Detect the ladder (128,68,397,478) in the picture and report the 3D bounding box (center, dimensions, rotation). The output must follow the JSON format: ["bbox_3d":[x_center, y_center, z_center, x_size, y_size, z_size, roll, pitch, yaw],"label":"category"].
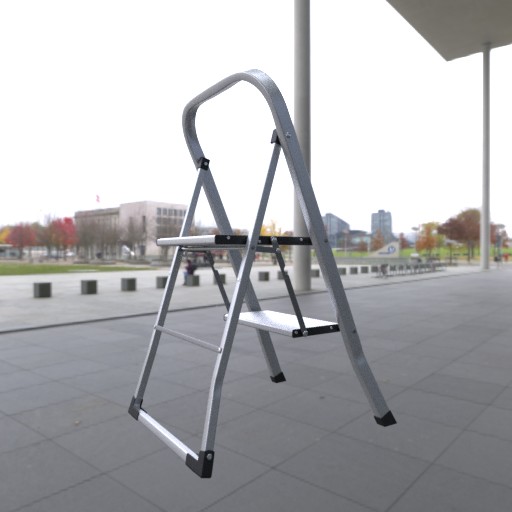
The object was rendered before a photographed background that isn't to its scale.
[{"bbox_3d":[0.000,0.000,1.135,0.530,0.830,0.465,0,1,-35],"label":"ladder"}]
